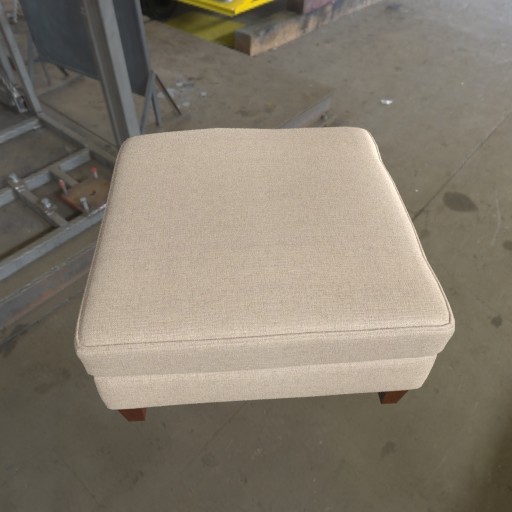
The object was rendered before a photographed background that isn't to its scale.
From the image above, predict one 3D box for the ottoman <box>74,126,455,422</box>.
[{"bbox_3d":[0.000,0.000,1.343,0.838,0.481,0.838,-3,47,-3],"label":"ottoman"}]
